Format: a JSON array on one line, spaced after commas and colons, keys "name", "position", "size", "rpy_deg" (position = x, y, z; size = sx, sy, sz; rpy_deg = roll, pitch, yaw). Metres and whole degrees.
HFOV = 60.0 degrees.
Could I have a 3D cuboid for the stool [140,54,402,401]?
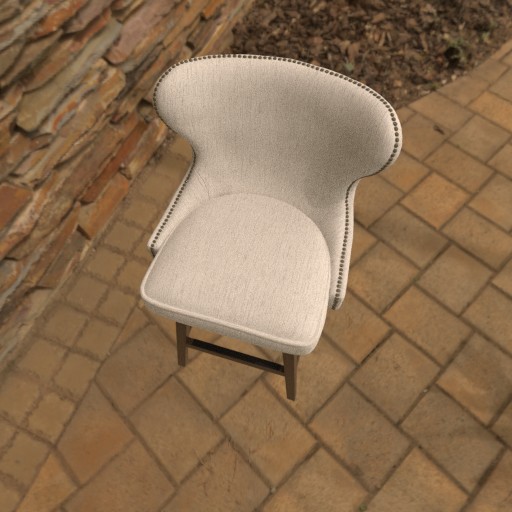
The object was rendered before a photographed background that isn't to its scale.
[{"name": "stool", "position": [0.000, 0.000, 1.354], "size": [0.615, 0.972, 0.597], "rpy_deg": [15, 60, 9]}]
